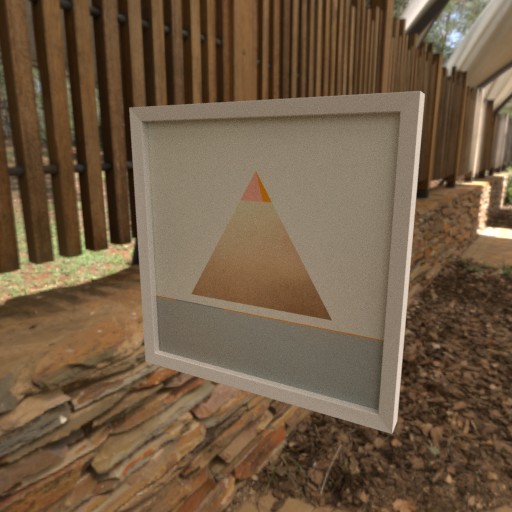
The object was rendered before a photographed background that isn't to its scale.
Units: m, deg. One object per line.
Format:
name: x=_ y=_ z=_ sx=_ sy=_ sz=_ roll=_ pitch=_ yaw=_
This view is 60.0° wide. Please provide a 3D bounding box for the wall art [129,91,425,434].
wall art: x=0.000 y=0.000 z=1.957 sx=1.289 sy=1.291 sz=0.098 roll=7 pitch=15 yaw=28
